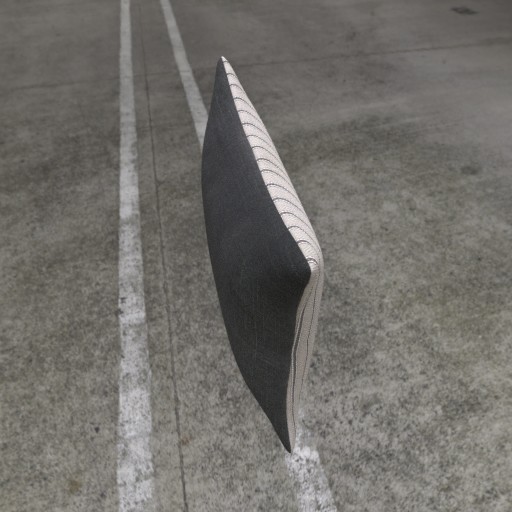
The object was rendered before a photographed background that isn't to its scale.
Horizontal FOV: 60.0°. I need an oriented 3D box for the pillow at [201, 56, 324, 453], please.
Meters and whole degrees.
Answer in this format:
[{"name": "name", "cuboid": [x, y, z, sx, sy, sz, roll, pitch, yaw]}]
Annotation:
[{"name": "pillow", "cuboid": [0.000, 0.000, 0.703, 0.138, 0.444, 0.468, -9, 47, -9]}]
